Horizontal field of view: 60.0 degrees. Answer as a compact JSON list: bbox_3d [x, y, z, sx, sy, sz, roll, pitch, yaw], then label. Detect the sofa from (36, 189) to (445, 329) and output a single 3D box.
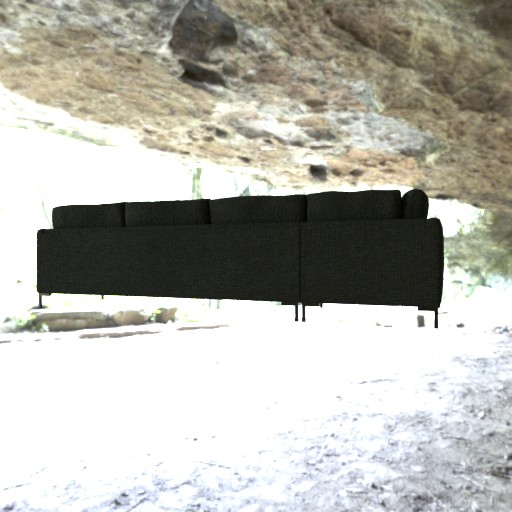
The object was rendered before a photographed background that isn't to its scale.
[{"bbox_3d":[0.000,0.000,3.862,2.949,0.815,2.007,0,0,20],"label":"sofa"}]
